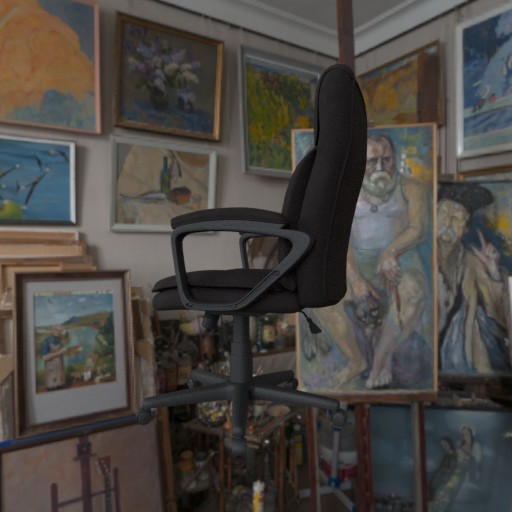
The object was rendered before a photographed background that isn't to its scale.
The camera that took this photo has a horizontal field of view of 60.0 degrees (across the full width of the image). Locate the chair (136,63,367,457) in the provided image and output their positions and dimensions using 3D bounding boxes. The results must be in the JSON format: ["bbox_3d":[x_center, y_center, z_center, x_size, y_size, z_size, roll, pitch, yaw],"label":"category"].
[{"bbox_3d":[0.000,0.000,1.531,0.724,1.105,0.667,0,1,18],"label":"chair"}]
